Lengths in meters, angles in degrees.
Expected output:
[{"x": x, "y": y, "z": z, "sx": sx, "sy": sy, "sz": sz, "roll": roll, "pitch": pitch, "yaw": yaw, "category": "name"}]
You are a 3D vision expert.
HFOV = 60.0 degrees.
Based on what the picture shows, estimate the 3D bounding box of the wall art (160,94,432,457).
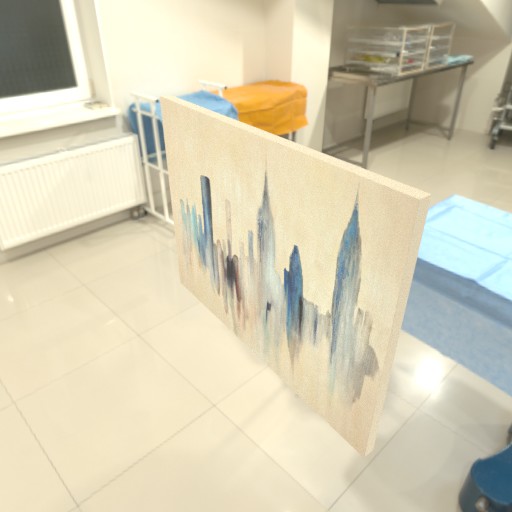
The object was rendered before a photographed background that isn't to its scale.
[{"x": 0.000, "y": 0.000, "z": 1.346, "sx": 0.038, "sy": 0.762, "sz": 1.016, "roll": -22, "pitch": 38, "yaw": -31, "category": "wall art"}]
